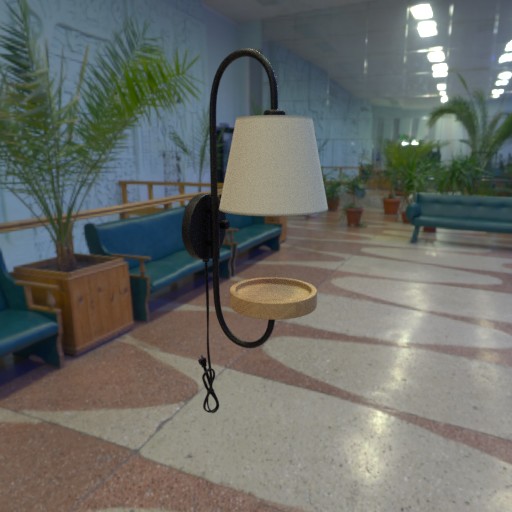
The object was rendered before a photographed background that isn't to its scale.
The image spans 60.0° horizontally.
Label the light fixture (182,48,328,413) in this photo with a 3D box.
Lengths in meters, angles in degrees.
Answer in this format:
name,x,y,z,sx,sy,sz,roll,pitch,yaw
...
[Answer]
name,x,y,z,sx,sy,sz,roll,pitch,yaw
light fixture,0.000,0.000,0.942,0.299,0.821,0.220,7,15,27
